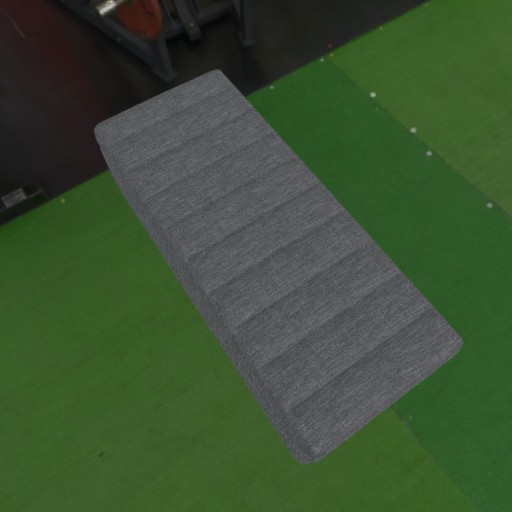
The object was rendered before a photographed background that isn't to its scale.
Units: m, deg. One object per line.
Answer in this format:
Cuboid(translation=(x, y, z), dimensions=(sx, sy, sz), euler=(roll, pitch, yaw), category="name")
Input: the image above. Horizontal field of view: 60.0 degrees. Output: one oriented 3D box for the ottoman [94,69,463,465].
Cuboid(translation=(0.000, 0.000, 1.407), dimensions=(0.482, 0.469, 1.151), euler=(-31, 68, -14), category="ottoman")
